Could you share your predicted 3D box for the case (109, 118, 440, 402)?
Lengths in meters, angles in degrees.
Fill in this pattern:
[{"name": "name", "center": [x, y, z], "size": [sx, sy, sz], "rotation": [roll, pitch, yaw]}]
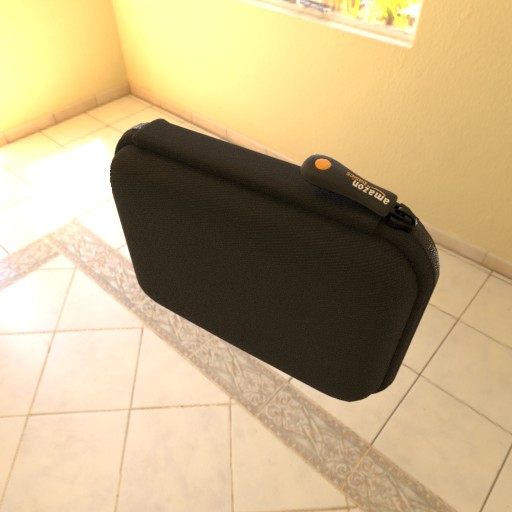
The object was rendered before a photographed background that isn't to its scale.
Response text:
[{"name": "case", "center": [0.000, 0.000, 0.178], "size": [0.132, 0.105, 0.038], "rotation": [24, 50, 22]}]
